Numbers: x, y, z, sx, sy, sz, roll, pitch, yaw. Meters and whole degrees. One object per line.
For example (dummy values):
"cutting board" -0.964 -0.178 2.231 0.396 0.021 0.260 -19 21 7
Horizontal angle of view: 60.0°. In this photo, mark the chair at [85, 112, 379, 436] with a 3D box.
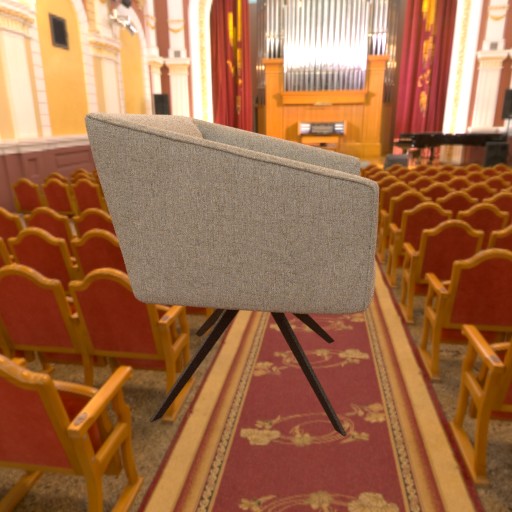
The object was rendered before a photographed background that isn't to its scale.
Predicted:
"chair" 0.000 0.000 1.247 0.623 0.760 0.628 3 17 8
